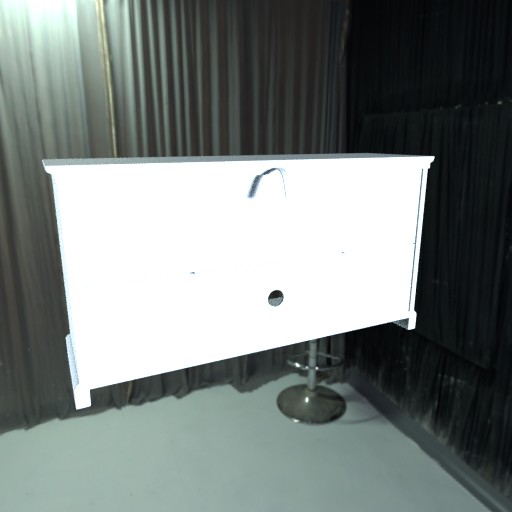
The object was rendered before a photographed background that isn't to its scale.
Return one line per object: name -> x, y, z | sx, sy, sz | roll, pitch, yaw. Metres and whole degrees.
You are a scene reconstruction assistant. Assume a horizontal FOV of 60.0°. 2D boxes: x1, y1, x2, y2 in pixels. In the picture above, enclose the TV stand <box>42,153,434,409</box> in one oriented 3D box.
TV stand -> 0.000, 0.000, 1.445 | 1.187, 0.624, 0.424 | -7, 17, -25
